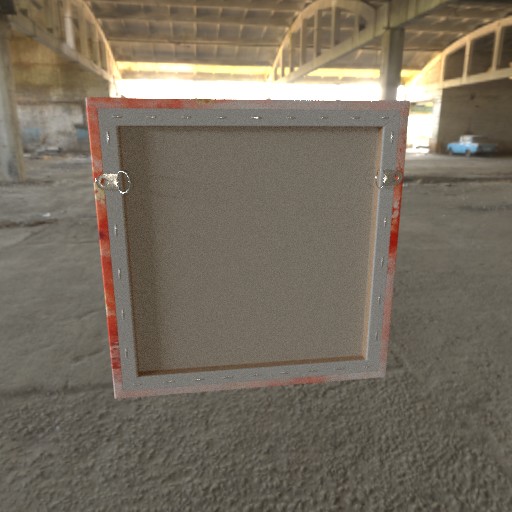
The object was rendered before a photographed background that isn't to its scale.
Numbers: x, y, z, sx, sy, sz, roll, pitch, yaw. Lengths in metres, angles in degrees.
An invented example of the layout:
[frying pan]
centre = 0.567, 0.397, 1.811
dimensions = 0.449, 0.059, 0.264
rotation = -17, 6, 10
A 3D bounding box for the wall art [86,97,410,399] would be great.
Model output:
[wall art]
centre = 0.000, 0.000, 1.114
dimensions = 0.747, 0.746, 0.064
rotation = -2, 16, -8
